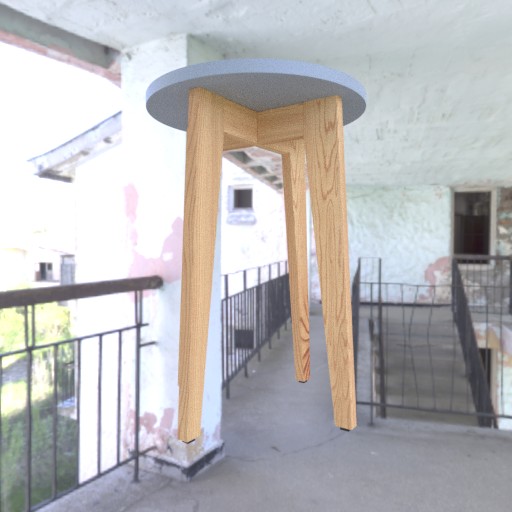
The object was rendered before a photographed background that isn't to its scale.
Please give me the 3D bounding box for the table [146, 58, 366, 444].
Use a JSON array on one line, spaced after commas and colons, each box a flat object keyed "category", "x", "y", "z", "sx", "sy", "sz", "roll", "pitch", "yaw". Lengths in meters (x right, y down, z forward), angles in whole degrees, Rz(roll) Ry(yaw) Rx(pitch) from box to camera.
[{"category": "table", "x": 0.000, "y": 0.000, "z": 0.731, "sx": 0.350, "sy": 0.500, "sz": 0.350, "roll": 0, "pitch": 1, "yaw": 0}]
